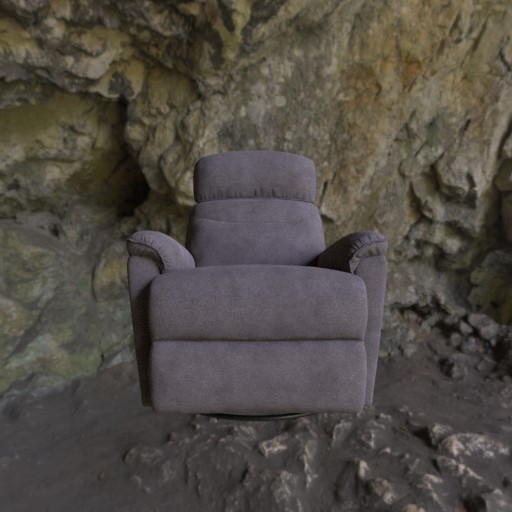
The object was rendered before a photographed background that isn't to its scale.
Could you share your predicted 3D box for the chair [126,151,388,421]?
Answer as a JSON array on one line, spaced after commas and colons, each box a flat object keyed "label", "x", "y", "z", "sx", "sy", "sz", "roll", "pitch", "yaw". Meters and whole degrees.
[{"label": "chair", "x": 0.000, "y": 0.000, "z": 1.777, "sx": 0.830, "sy": 1.036, "sz": 1.009, "roll": 0, "pitch": 0, "yaw": -1}]
